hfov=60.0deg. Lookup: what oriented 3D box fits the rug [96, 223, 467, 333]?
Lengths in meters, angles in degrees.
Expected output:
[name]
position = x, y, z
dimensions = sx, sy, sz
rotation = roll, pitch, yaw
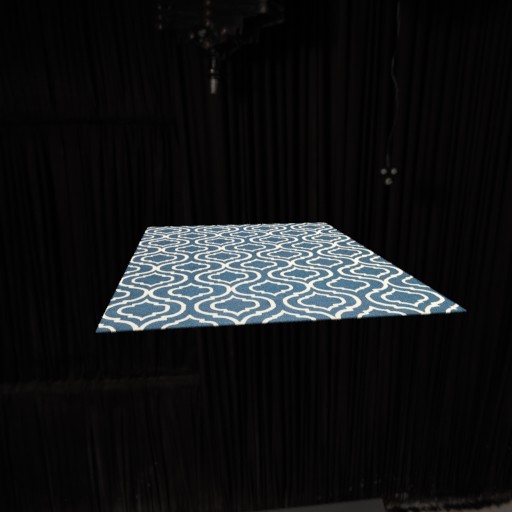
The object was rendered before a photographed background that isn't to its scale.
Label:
[rug]
position = 0.000, 0.000, 4.454
dimensions = 2.438, 0.010, 3.353
rotation = -2, 15, -8
